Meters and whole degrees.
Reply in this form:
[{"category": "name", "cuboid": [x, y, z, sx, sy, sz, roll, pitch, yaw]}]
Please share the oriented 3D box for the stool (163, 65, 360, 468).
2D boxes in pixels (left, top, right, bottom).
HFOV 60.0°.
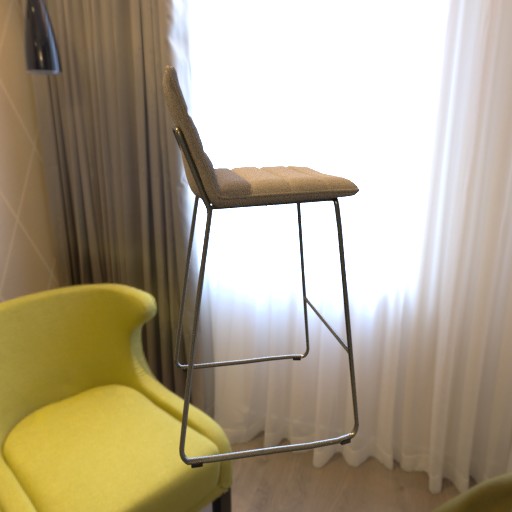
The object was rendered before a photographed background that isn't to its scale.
[{"category": "stool", "cuboid": [0.000, 0.000, 1.261, 0.490, 0.960, 0.490, -3, 17, -11]}]
